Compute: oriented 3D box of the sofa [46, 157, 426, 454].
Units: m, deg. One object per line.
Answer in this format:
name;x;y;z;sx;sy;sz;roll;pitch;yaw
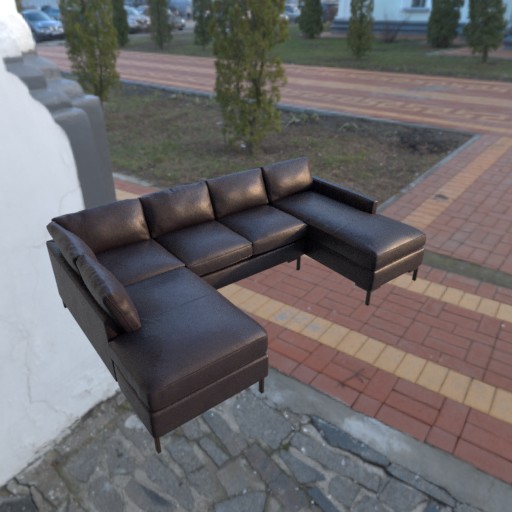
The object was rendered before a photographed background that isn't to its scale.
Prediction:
sofa;0.000;0.000;3.847;2.956;0.900;1.939;-21;35;-32
